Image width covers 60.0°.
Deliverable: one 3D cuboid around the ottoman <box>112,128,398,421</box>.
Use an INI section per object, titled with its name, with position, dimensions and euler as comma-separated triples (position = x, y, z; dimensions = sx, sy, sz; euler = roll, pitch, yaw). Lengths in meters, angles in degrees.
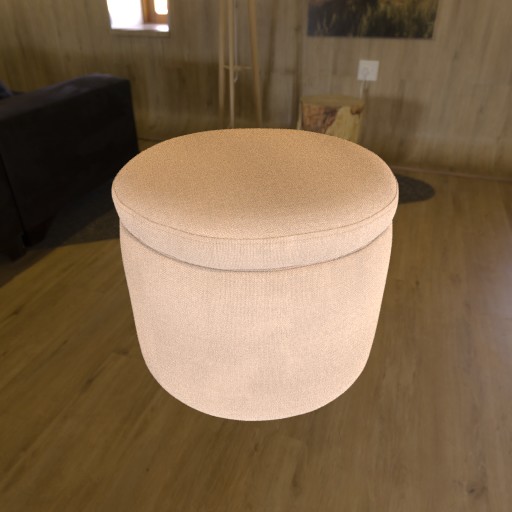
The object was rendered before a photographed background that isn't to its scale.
[ottoman]
position = 0.000, 0.000, 0.872
dimensions = 0.497, 0.409, 0.497
euler = 0, 31, 0
